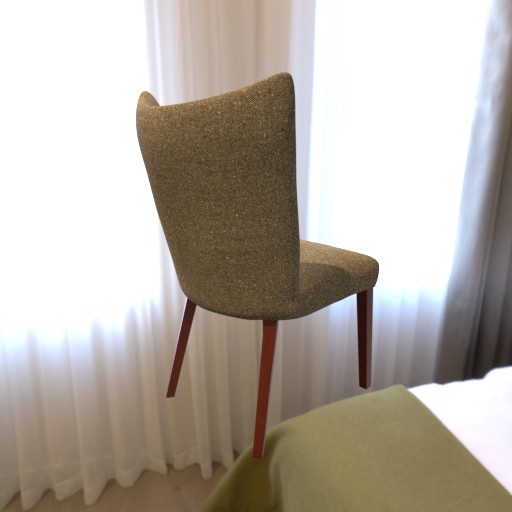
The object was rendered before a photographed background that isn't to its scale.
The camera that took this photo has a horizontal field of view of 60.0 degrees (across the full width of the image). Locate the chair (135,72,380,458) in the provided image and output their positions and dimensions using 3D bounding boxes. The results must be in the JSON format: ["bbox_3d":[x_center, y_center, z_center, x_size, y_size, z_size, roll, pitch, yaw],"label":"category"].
[{"bbox_3d":[0.000,0.000,1.297,0.535,0.924,0.623,14,21,43],"label":"chair"}]
